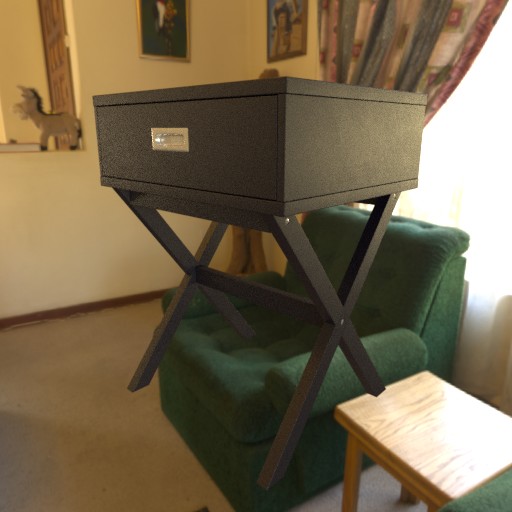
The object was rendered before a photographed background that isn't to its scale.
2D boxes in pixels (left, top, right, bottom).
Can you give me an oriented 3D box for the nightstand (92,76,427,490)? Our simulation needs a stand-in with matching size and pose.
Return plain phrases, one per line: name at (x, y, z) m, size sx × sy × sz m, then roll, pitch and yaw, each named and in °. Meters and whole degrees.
nightstand at (0.000, 0.000, 0.910) m, size 0.479 × 0.623 × 0.402 m, roll 15°, pitch 22°, yaw 41°
